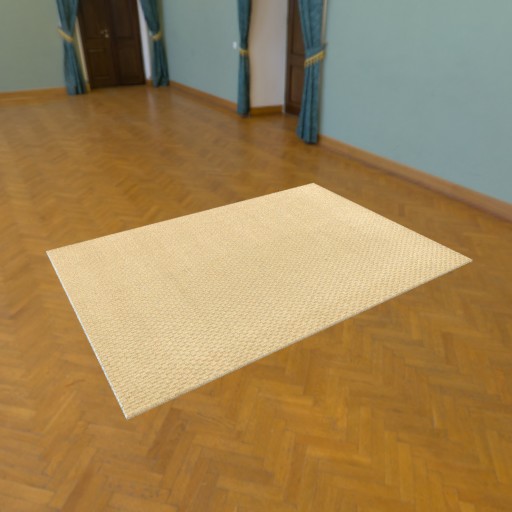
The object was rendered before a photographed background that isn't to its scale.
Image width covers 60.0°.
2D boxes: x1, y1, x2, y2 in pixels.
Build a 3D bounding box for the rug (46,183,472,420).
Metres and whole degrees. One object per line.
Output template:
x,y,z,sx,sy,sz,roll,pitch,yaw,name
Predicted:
0.000,0.000,2.726,2.144,0.013,1.509,-18,35,-28,rug
